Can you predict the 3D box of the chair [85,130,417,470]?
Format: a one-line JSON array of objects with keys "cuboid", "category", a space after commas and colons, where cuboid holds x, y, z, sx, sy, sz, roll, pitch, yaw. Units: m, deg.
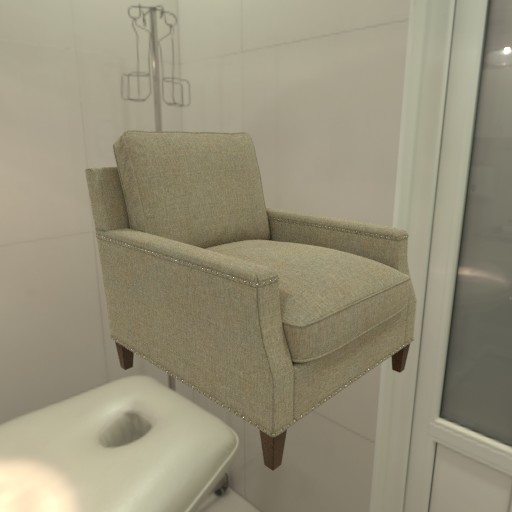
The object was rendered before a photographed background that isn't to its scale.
[{"cuboid": [0.000, 0.000, 1.723, 1.014, 0.943, 0.853, 14, 20, 42], "category": "chair"}]
